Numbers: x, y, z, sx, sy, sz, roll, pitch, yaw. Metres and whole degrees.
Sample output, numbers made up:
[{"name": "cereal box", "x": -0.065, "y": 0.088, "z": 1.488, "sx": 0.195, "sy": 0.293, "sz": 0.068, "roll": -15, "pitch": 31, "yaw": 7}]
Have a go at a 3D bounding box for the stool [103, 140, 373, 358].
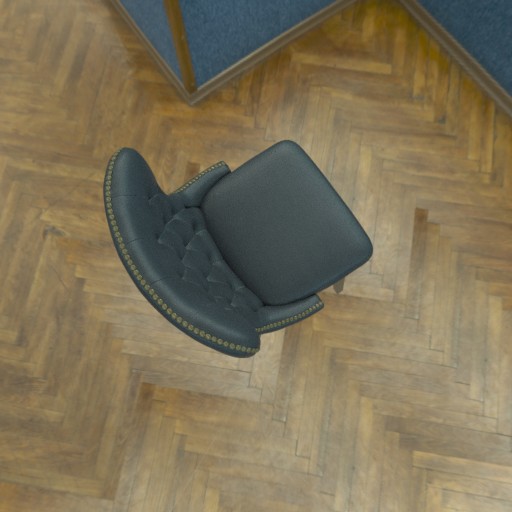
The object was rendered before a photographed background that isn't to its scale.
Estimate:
[{"name": "stool", "x": 0.000, "y": 0.000, "z": 1.396, "sx": 0.601, "sy": 1.050, "sz": 0.528, "roll": -33, "pitch": 78, "yaw": -8}]
